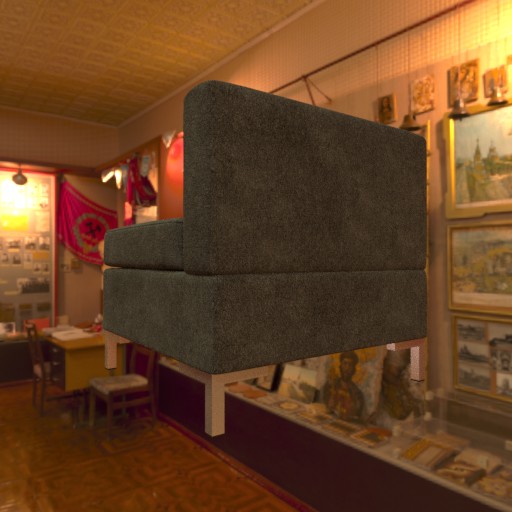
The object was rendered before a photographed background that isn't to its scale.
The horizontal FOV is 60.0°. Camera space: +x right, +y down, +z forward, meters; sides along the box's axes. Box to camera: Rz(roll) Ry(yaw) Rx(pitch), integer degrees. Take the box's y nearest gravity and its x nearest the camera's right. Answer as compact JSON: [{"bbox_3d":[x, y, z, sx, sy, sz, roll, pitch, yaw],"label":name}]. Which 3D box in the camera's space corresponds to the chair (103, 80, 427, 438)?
[{"bbox_3d":[0.000,0.000,1.250,0.680,0.660,0.680,0,0,-36],"label":"chair"}]
